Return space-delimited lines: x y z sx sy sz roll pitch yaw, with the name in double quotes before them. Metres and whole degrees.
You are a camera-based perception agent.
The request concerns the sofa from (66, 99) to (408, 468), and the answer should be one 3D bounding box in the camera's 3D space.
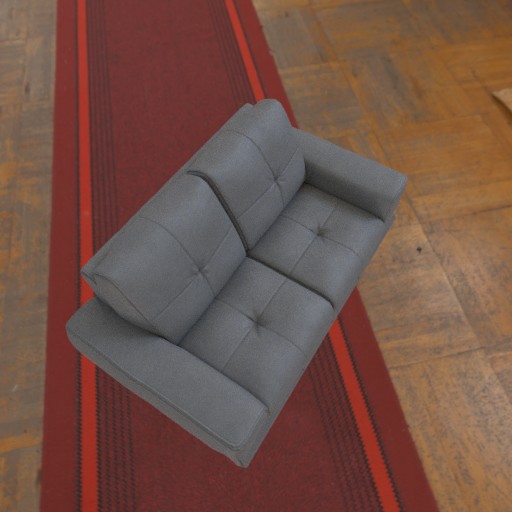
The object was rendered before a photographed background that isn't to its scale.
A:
"sofa" 0.000 0.000 2.375 1.018 0.907 1.806 29 62 17
